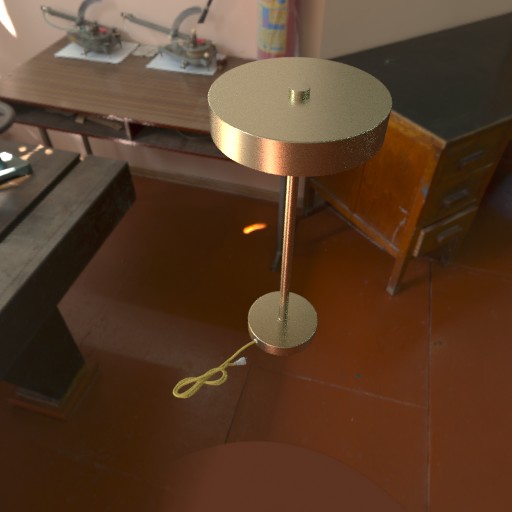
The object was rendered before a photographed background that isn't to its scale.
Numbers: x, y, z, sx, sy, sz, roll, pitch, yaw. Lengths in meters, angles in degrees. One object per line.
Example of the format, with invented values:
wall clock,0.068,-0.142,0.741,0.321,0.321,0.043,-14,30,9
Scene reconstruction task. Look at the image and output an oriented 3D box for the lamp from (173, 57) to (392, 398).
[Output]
lamp,0.000,0.000,0.699,0.369,0.508,0.229,-31,53,-27
